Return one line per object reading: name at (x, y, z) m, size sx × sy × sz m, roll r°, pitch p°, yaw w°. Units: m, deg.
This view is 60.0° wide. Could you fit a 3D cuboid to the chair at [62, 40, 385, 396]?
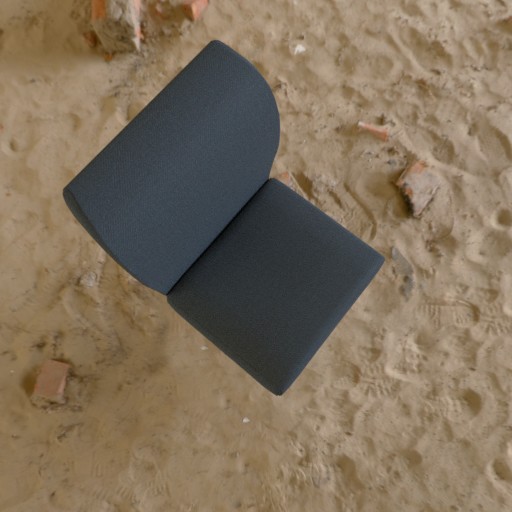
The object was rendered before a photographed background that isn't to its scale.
chair at (0.000, 0.000, 1.192) m, size 0.592 × 0.804 × 0.513 m, roll 37°, pitch 78°, yaw 9°
